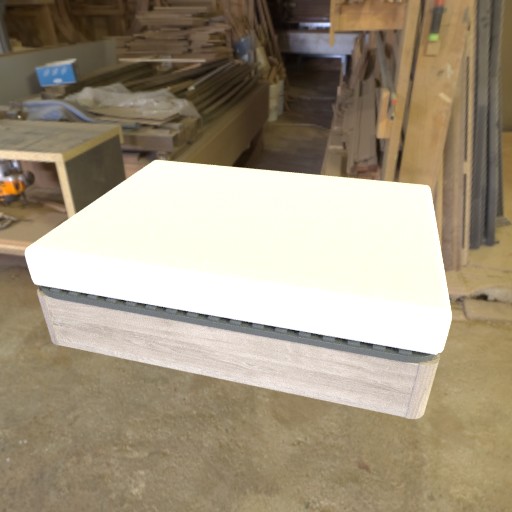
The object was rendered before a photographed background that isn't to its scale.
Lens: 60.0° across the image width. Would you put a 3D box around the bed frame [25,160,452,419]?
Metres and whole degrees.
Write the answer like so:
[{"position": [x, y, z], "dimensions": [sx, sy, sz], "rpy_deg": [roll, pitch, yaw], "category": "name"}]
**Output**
[{"position": [0.000, 0.000, 2.546], "dimensions": [1.900, 0.561, 1.400], "rpy_deg": [8, 31, 13], "category": "bed frame"}]
